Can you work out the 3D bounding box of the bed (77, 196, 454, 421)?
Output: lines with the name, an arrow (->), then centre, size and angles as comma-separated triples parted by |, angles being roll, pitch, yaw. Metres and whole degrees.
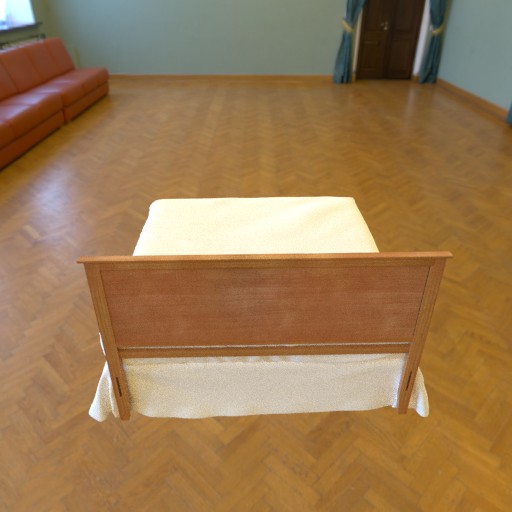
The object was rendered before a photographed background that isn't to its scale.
bed -> 0.000, 0.000, 3.593 | 2.317, 1.270, 2.215 | -1, 31, -1
